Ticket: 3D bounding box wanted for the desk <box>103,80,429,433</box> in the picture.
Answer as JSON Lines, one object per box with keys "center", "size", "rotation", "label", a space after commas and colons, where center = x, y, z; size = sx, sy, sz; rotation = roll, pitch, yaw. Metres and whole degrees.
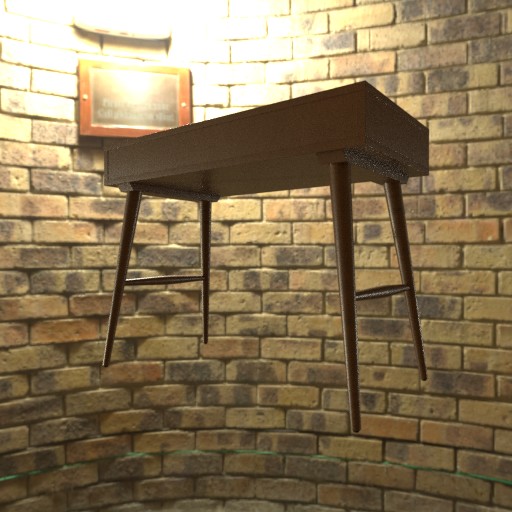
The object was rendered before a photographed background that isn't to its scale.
{"center": [0.000, 0.000, 1.428], "size": [0.949, 0.758, 0.510], "rotation": [0, 0, 37], "label": "desk"}
